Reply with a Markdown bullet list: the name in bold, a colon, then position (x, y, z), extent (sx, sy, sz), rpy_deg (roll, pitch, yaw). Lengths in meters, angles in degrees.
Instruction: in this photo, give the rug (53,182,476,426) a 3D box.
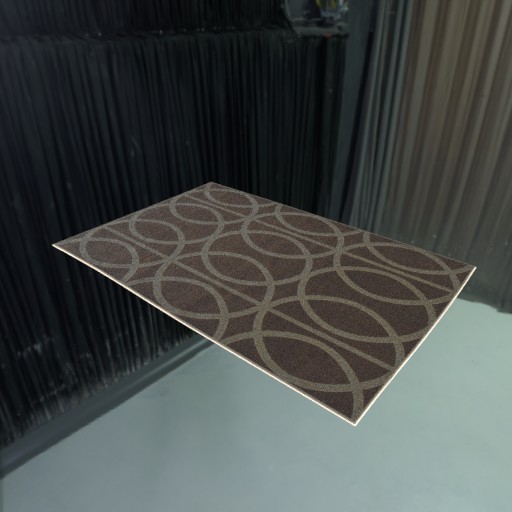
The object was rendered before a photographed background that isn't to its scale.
- **rug**: position (0.000, 0.000, 2.848), extent (2.290, 0.014, 1.526), rpy_deg (23, 37, 33)
